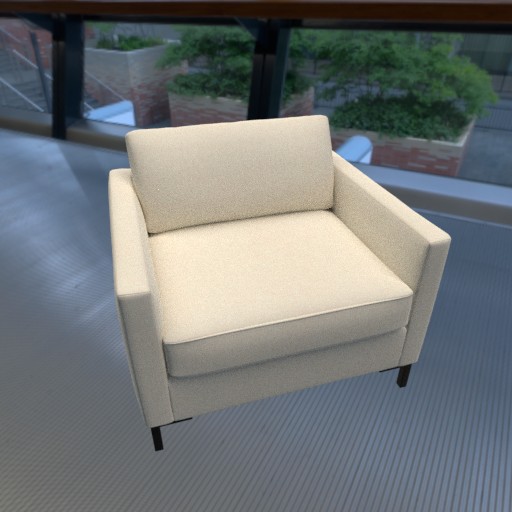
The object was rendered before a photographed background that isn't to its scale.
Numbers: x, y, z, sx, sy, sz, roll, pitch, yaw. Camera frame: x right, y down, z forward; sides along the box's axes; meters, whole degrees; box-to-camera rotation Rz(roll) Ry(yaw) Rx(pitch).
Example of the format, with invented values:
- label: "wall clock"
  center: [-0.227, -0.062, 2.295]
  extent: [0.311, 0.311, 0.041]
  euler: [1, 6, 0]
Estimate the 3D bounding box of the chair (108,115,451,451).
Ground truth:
- label: "chair"
  center: [0.000, 0.000, 1.598]
  extent: [0.964, 0.806, 0.875]
  euler: [-9, 33, -14]
